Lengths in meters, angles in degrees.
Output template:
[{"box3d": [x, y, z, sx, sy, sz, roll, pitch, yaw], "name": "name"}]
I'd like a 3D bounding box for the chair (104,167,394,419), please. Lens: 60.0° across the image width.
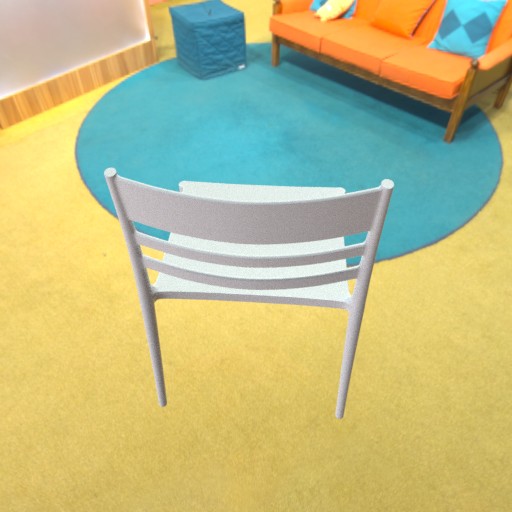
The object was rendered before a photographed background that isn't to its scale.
[{"box3d": [0.000, 0.000, 1.147, 0.531, 0.800, 0.511, 3, 46, 3], "name": "chair"}]
